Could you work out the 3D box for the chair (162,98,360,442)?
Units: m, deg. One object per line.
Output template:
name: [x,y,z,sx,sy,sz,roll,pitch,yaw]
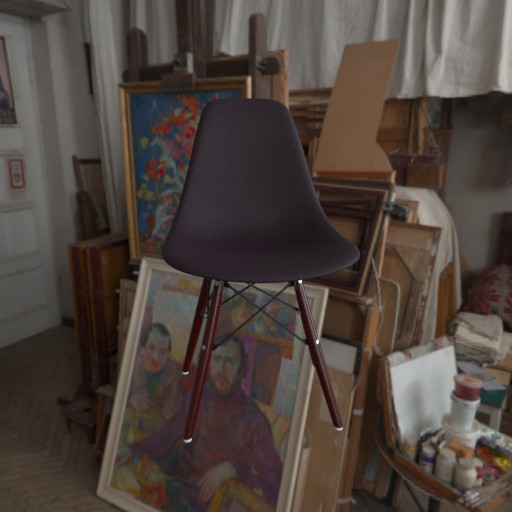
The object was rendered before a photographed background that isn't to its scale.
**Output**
chair: [0.000,0.000,1.165,0.470,0.826,0.533,-2,15,-7]
